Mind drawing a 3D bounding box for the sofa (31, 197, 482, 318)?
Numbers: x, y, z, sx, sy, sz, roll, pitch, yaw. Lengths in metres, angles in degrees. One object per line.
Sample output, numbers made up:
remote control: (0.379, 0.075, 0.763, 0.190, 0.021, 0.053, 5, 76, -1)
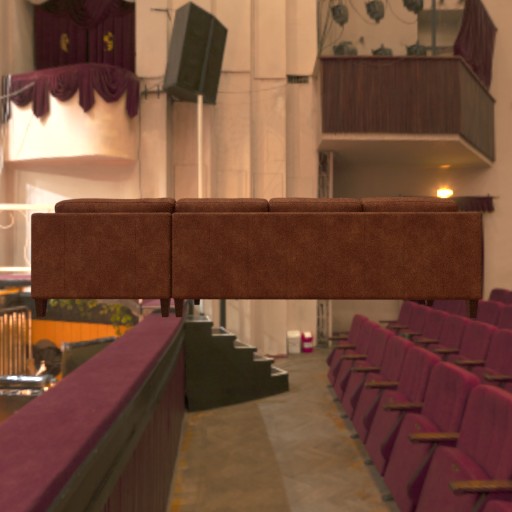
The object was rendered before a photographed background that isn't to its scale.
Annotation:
sofa: (0.000, 0.000, 3.917, 3.203, 0.883, 1.581, 0, 0, 1)
